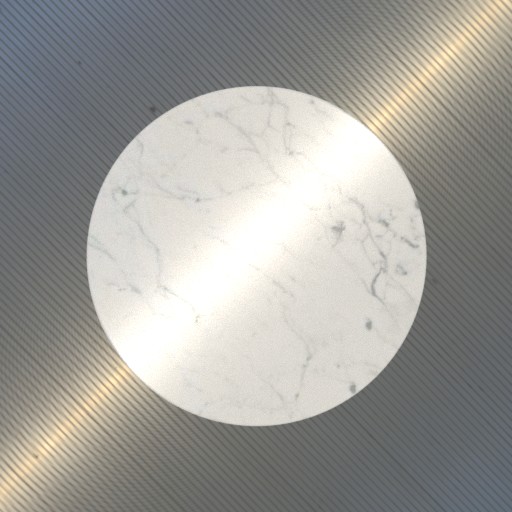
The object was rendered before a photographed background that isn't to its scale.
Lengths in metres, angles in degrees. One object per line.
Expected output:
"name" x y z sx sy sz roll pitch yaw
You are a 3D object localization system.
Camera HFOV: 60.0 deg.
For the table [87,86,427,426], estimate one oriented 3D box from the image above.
"table" 0.000 0.000 1.264 0.800 0.450 0.800 0 90 -1
